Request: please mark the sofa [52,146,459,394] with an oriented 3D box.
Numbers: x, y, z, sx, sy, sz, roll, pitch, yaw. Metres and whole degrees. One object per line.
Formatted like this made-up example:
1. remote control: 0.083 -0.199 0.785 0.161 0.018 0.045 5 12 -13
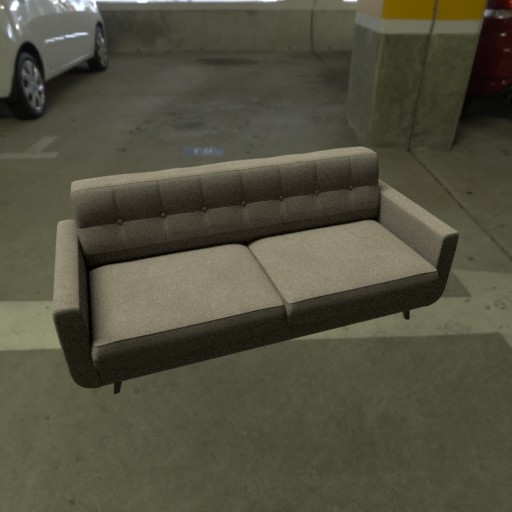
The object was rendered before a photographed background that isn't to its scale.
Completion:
1. sofa: 0.000 0.000 2.466 2.029 0.841 0.909 -10 33 -16
